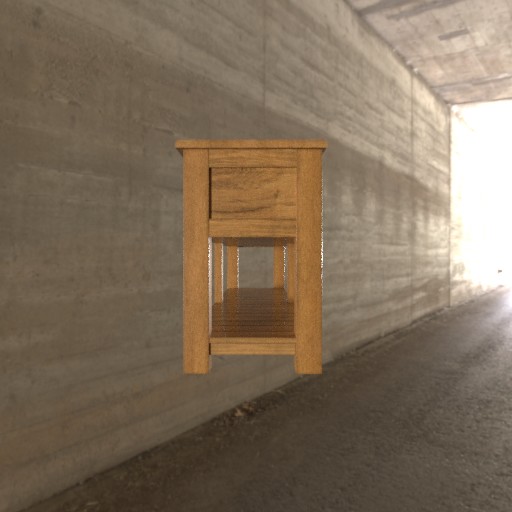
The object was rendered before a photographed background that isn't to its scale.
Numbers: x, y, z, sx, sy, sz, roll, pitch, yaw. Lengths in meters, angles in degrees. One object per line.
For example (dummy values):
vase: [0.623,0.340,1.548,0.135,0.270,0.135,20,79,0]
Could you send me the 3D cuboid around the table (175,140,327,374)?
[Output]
table: [0.000,0.000,2.099,0.425,0.635,1.815,0,0,0]
